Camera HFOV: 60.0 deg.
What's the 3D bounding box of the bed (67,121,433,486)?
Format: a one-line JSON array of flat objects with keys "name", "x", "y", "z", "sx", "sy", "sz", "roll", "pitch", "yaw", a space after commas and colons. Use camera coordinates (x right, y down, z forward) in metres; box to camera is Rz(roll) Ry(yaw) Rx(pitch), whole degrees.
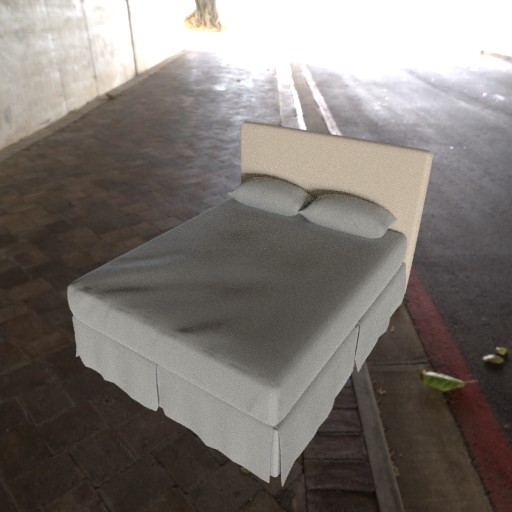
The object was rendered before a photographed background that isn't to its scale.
[{"name": "bed", "x": 0.000, "y": 0.000, "z": 3.186, "sx": 1.748, "sy": 1.330, "sz": 2.142, "roll": 19, "pitch": 35, "yaw": 29}]
